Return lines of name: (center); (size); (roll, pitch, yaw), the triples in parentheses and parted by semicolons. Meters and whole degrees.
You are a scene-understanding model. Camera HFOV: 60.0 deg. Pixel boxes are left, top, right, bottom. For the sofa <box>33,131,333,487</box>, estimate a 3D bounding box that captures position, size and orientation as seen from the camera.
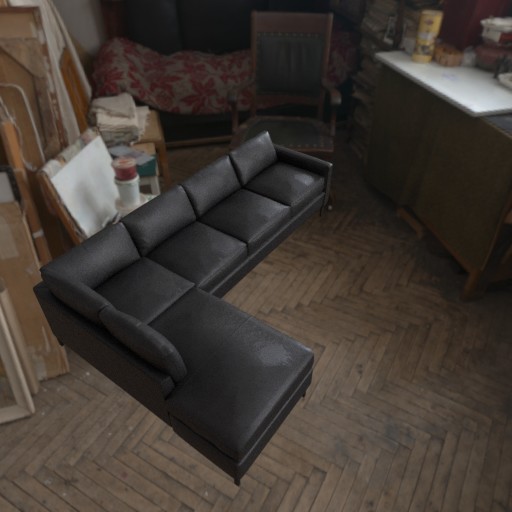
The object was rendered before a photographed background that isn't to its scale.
sofa: (0.000, 0.000, 3.823); (1.938, 0.877, 2.984); (25, 47, 27)
